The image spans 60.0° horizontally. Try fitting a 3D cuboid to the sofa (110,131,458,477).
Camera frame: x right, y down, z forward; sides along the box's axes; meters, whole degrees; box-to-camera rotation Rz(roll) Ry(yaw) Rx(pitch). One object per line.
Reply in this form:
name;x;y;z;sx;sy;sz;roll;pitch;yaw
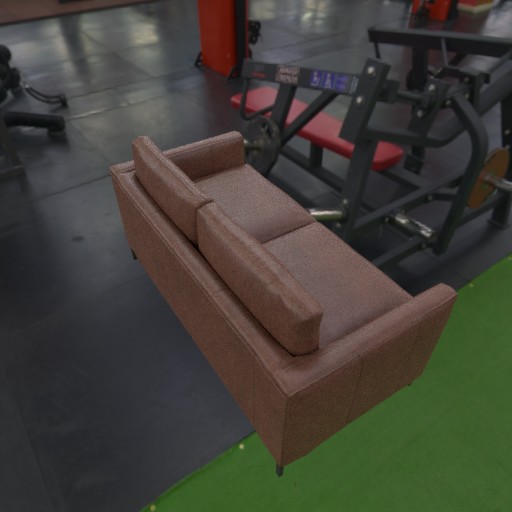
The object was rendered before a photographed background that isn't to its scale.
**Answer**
sofa;0.000;0.000;2.329;0.899;0.883;1.797;-24;47;-24
